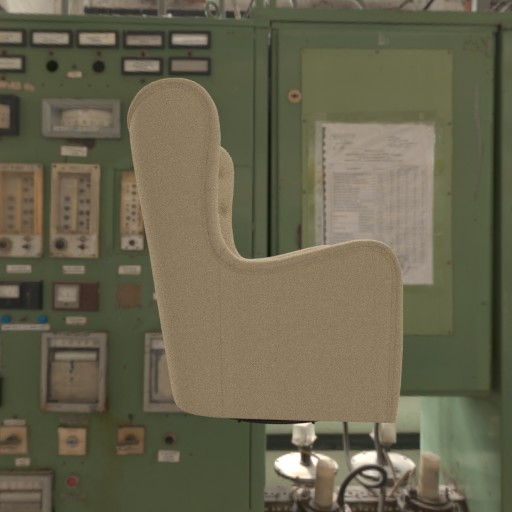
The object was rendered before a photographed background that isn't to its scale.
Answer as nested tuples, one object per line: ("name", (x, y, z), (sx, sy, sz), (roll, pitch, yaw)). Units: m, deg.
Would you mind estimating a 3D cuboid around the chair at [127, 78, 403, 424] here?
("chair", (0.000, 0.000, 1.725), (0.929, 1.079, 0.831), (0, 0, 1))
